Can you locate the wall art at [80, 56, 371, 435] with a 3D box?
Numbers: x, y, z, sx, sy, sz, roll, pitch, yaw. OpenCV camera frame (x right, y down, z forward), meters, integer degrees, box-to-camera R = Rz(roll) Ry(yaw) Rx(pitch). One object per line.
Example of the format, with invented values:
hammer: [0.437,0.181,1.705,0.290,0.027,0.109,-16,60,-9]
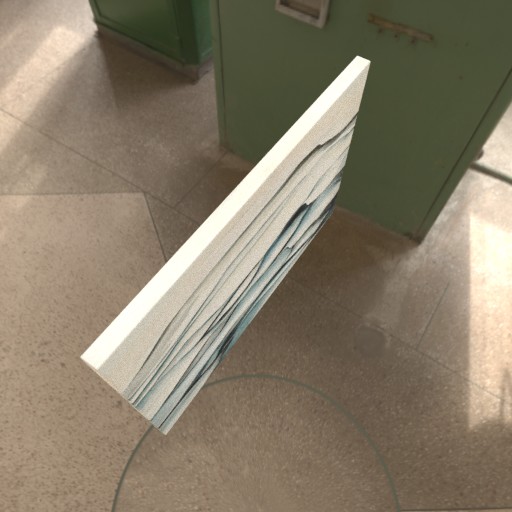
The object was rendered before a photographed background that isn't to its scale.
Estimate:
wall art: [0.000,0.000,1.140,0.039,0.609,0.914,31,64,17]
